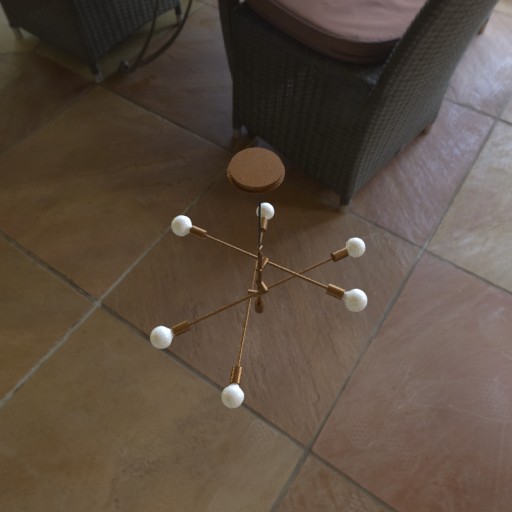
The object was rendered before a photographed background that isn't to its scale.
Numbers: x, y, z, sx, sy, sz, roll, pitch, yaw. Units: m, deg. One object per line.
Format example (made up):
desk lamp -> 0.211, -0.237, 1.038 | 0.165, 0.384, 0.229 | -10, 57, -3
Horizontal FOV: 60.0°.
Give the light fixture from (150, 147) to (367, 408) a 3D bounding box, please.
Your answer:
light fixture -> 0.000, 0.000, 1.249 | 0.637, 0.744, 0.682 | 33, 64, 19
